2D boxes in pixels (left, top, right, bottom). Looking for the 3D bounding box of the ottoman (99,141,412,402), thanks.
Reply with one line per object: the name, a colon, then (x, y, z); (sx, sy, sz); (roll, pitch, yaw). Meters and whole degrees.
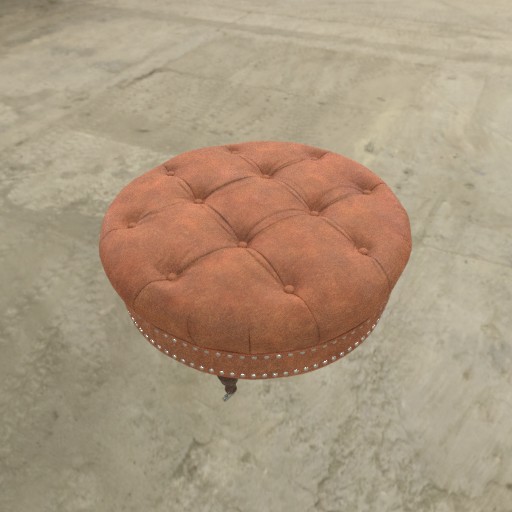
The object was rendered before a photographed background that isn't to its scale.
ottoman: (0.000, 0.000, 1.412); (0.901, 0.444, 0.901); (0, 41, 0)
